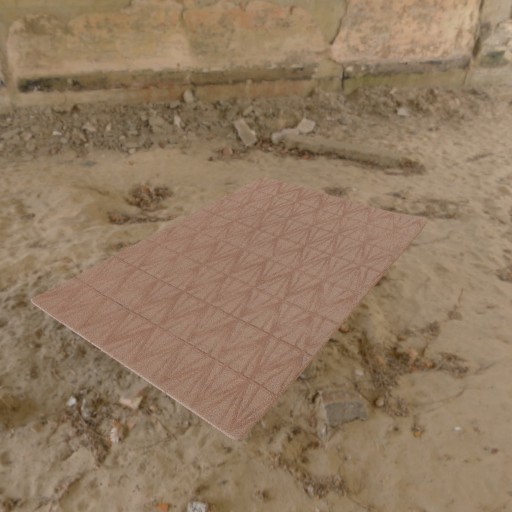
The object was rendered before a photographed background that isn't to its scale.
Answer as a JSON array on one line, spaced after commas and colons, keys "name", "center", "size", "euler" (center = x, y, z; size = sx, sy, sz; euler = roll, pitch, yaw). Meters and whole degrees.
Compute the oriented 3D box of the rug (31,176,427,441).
[{"name": "rug", "center": [0.000, 0.000, 2.342], "size": [1.230, 0.025, 1.837], "euler": [22, 38, 30]}]
